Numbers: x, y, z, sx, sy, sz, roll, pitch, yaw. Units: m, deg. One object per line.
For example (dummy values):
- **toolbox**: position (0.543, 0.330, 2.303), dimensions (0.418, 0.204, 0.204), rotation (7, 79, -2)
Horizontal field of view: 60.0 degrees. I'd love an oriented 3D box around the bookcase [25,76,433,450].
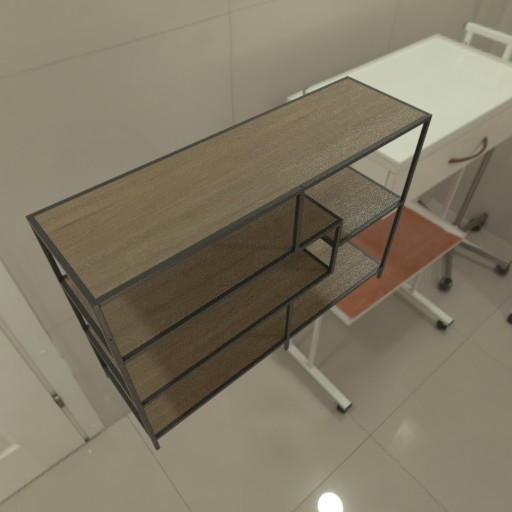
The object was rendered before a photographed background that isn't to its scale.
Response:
- **bookcase**: position (0.000, 0.000, 1.496), dimensions (1.140, 0.780, 0.350), rotation (-32, 54, -26)
